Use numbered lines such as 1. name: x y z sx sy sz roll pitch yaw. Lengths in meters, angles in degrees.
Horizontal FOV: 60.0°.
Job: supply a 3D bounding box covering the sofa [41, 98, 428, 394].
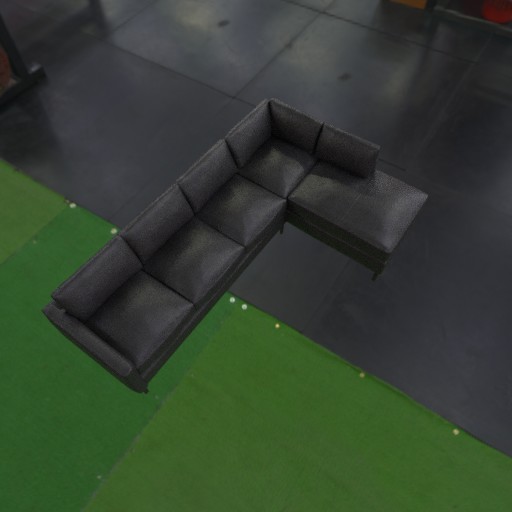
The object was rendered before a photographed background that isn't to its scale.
1. sofa: 0.000 0.000 3.909 1.938 0.877 2.984 31 62 18
